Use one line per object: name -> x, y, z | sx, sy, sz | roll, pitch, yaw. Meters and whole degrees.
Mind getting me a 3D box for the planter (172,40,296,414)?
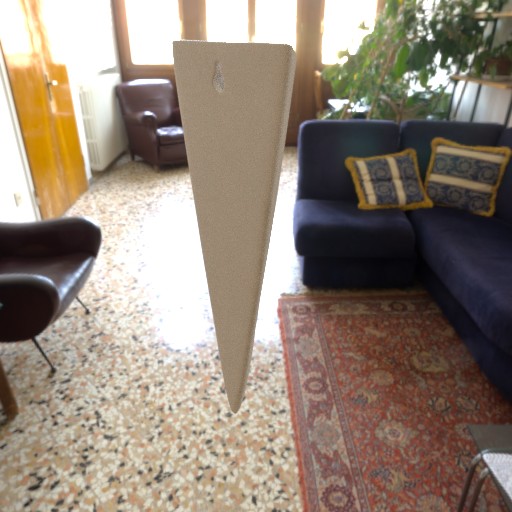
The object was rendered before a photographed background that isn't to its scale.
planter -> 0.000, 0.000, 0.387 | 0.065, 0.338, 0.143 | -18, 32, -32
